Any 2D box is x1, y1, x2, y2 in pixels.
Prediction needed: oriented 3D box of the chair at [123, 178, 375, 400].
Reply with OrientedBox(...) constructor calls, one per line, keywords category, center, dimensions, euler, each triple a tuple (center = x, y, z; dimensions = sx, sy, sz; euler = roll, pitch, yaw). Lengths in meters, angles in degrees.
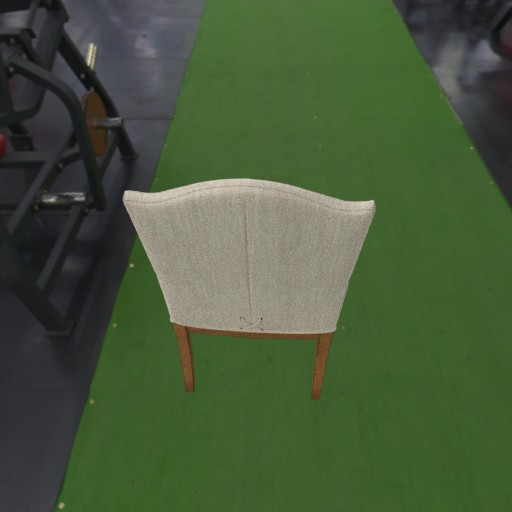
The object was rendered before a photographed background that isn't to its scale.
OrientedBox(category="chair", center=(0.000, 0.000, 1.382), dimensions=(0.533, 1.016, 0.641), euler=(3, 46, 2))
